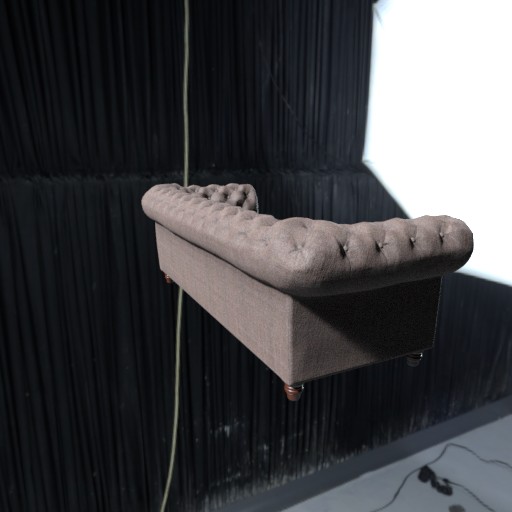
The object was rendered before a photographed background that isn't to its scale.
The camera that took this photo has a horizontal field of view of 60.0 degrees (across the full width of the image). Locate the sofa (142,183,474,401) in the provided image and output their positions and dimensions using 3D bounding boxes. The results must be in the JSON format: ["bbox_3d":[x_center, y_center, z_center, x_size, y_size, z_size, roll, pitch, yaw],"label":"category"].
[{"bbox_3d":[0.000,0.000,2.781,0.944,0.787,2.385,-7,15,-26],"label":"sofa"}]
